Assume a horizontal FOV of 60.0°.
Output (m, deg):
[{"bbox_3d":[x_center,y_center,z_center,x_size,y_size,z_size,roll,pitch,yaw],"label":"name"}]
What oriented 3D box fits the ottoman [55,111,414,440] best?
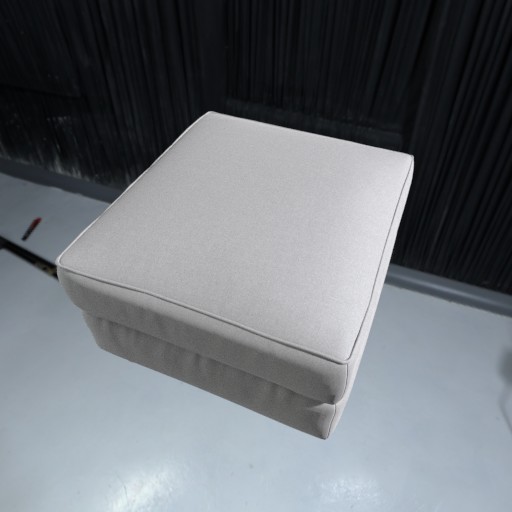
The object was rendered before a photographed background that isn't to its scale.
[{"bbox_3d":[0.000,0.000,1.172,0.662,0.505,0.721,17,48,16],"label":"ottoman"}]
